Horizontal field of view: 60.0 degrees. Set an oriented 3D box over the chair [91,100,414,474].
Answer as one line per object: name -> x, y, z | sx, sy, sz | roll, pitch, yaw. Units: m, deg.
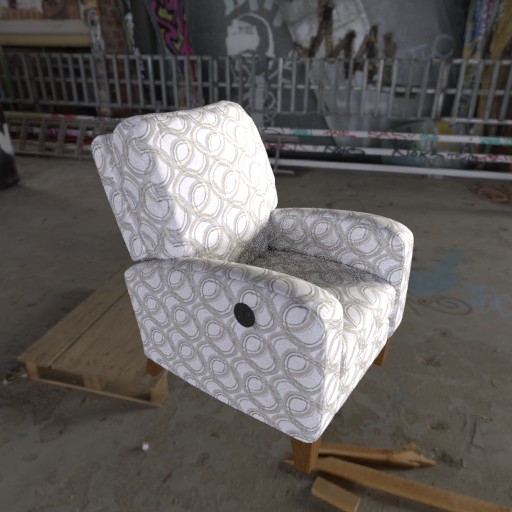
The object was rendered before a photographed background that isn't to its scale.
chair -> 0.000, 0.000, 1.729 | 0.995, 1.065, 0.796 | 17, 31, 31
